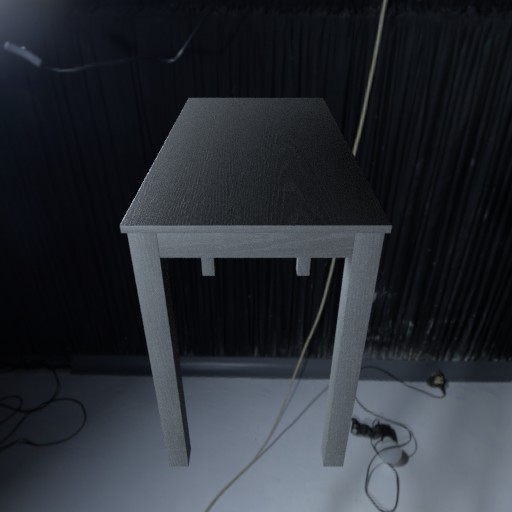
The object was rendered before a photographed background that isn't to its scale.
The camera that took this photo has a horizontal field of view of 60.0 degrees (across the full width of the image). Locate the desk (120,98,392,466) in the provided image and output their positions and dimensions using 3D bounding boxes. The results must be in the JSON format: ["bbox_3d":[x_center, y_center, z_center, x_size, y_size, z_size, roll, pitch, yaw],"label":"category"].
[{"bbox_3d":[0.000,0.000,1.433,0.499,0.762,0.991,0,32,0],"label":"desk"}]
